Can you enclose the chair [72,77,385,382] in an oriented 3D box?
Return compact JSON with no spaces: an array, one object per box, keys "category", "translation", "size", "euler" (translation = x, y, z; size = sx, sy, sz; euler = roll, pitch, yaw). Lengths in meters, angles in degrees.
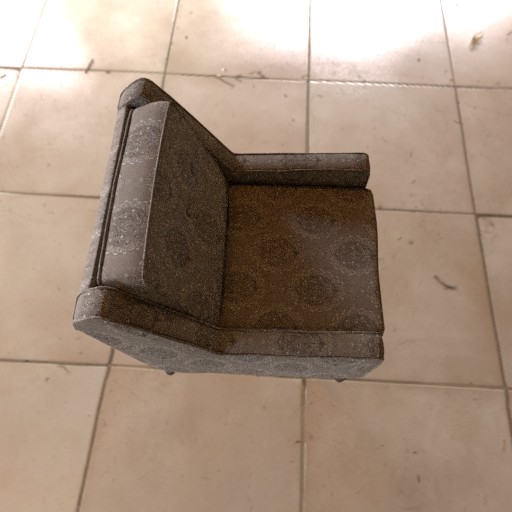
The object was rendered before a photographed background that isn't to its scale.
[{"category":"chair","translation":[0.000,0.000,1.348],"size":[0.750,0.797,0.665],"euler":[2,66,1]}]
